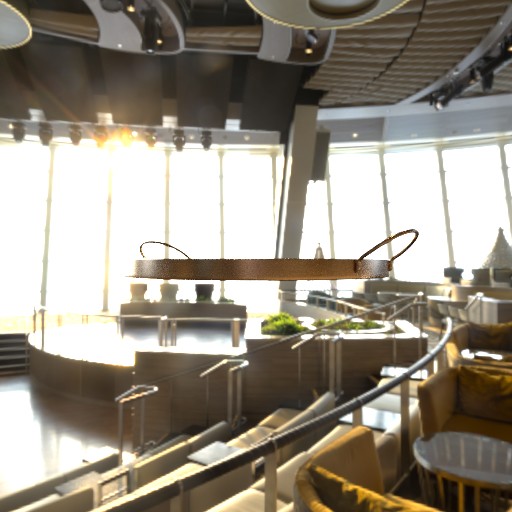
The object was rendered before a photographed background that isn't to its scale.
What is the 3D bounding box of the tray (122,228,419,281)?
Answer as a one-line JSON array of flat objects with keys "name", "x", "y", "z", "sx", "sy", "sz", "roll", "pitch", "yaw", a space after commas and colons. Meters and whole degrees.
[{"name": "tray", "x": 0.000, "y": 0.000, "z": 0.759, "sx": 0.543, "sy": 0.069, "sz": 0.438, "roll": -1, "pitch": -1, "yaw": 37}]
